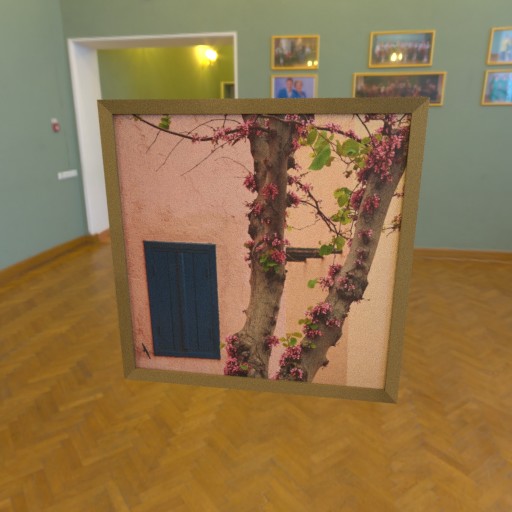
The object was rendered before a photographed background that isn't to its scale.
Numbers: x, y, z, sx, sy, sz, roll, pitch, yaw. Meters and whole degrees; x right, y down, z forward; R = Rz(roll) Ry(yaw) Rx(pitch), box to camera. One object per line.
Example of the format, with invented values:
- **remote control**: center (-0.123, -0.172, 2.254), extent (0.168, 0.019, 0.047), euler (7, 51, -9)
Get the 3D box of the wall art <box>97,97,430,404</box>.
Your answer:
- **wall art**: center (0.000, 0.000, 0.760), extent (0.507, 0.508, 0.038), euler (3, 17, 8)
